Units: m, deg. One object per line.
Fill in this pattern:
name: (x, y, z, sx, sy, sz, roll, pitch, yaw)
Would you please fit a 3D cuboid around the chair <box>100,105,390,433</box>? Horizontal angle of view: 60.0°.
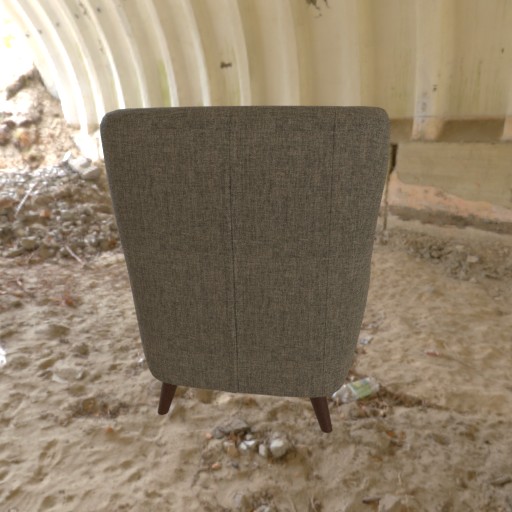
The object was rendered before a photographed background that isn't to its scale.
chair: (0.000, 0.000, 1.719, 0.878, 1.063, 0.904, 3, 16, 9)
